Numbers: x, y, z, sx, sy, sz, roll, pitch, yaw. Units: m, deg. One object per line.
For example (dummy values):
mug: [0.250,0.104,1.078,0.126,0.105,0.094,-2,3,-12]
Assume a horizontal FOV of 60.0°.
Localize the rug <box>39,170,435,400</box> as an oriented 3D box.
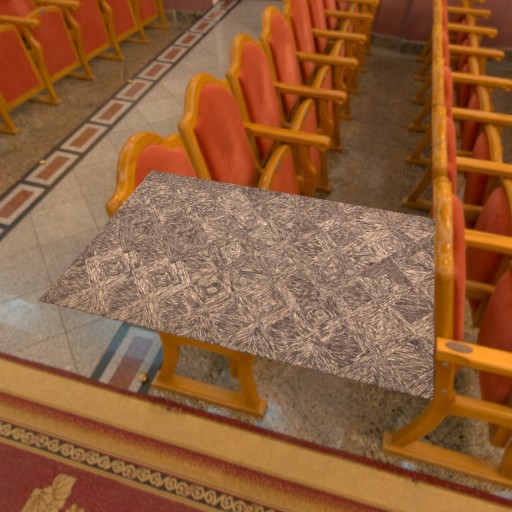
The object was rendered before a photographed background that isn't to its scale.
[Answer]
rug: [0.000,0.000,2.337,1.808,0.011,1.189,12,45,12]
